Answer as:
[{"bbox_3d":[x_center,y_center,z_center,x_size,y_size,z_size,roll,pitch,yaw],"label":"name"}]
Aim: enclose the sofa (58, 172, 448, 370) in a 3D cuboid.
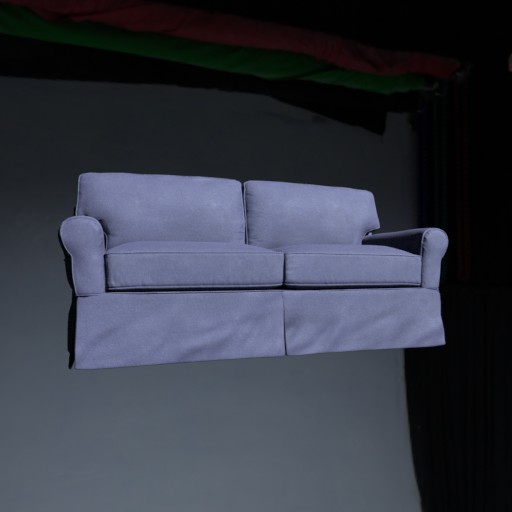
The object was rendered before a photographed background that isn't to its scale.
[{"bbox_3d":[0.000,0.000,2.803,2.256,1.094,0.983,1,-2,-19],"label":"sofa"}]
